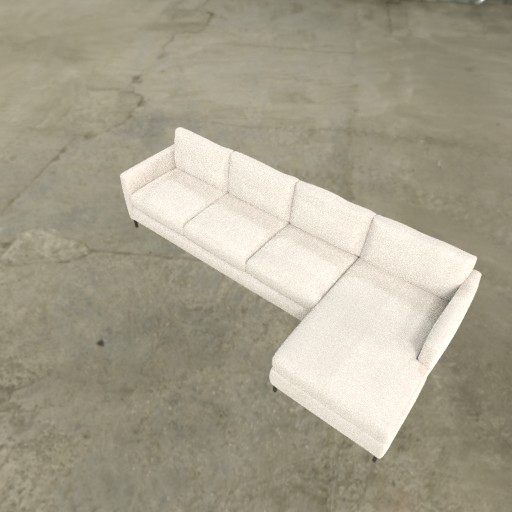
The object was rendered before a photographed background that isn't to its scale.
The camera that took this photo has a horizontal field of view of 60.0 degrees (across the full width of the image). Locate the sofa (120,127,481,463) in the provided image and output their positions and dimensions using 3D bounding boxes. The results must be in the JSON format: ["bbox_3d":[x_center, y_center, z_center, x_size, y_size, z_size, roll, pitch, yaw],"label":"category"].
[{"bbox_3d":[0.000,0.000,2.846,2.445,0.677,1.126,29,51,27],"label":"sofa"}]
